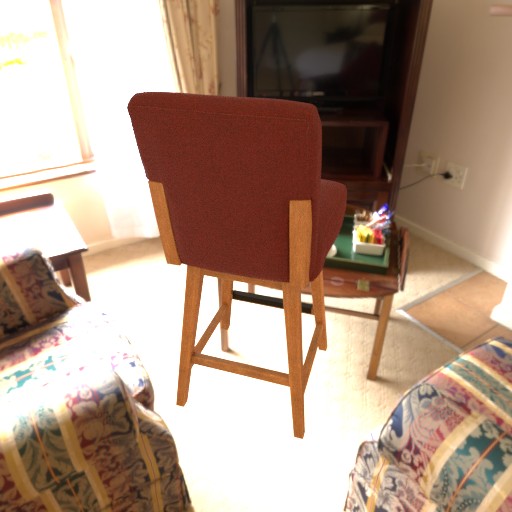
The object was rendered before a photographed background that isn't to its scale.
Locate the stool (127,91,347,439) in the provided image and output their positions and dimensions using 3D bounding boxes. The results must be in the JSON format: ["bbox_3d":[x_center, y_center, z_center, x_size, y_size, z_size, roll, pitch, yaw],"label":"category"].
[{"bbox_3d":[0.000,0.000,1.360,0.468,1.038,0.562,9,32,15],"label":"stool"}]
